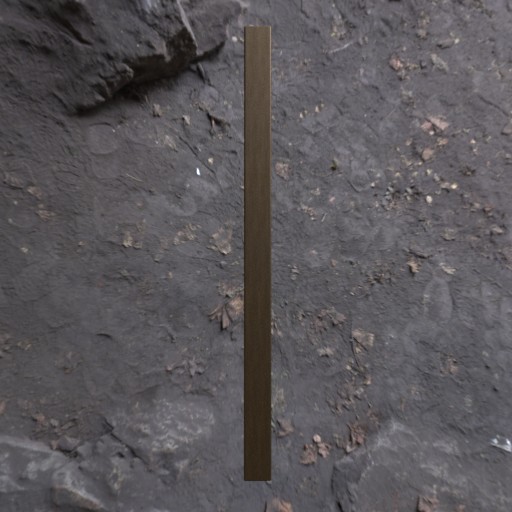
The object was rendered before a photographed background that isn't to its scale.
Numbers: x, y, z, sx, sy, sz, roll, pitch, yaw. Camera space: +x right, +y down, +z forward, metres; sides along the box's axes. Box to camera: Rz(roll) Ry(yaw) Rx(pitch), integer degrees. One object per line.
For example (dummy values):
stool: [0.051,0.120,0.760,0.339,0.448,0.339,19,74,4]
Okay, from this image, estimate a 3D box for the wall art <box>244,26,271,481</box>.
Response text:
wall art: [0.000,0.000,0.742,0.030,0.506,0.503,0,89,0]
